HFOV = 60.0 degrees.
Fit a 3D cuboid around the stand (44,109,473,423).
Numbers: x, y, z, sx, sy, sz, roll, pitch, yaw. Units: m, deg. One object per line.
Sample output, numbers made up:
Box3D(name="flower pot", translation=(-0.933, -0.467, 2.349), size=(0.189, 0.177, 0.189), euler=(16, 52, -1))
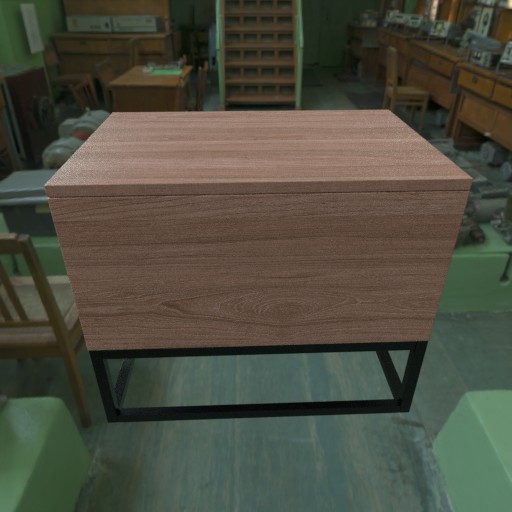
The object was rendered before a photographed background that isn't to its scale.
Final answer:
Box3D(name="stand", translation=(0.000, 0.000, 0.927), size=(0.600, 0.500, 0.420), euler=(-1, 32, -2))
